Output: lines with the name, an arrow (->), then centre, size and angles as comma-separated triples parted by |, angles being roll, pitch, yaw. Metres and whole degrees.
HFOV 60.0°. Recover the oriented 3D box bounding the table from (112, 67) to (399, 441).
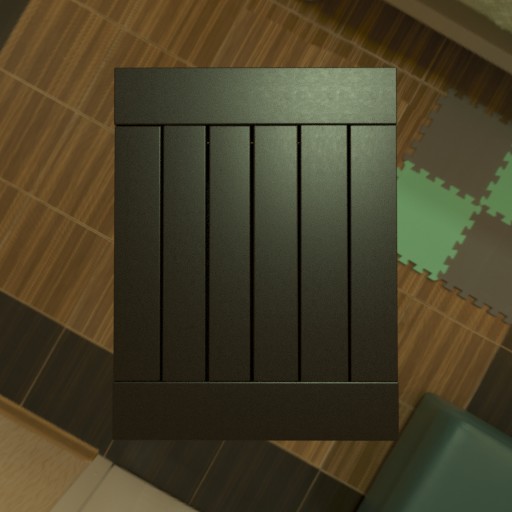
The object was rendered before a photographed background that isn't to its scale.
table -> 0.000, 0.000, 1.013 | 0.460, 0.604, 0.602 | 0, 89, 0
